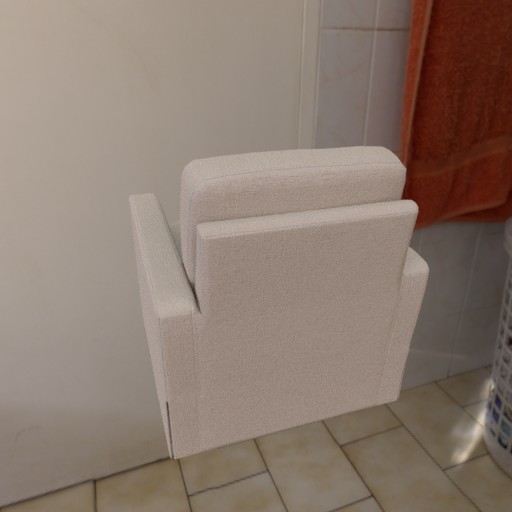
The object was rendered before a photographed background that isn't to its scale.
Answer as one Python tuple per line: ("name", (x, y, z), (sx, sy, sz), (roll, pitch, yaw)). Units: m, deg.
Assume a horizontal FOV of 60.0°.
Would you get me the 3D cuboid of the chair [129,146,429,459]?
("chair", (0.000, 0.000, 1.490), (0.755, 0.827, 0.888), (-8, 26, -17))
